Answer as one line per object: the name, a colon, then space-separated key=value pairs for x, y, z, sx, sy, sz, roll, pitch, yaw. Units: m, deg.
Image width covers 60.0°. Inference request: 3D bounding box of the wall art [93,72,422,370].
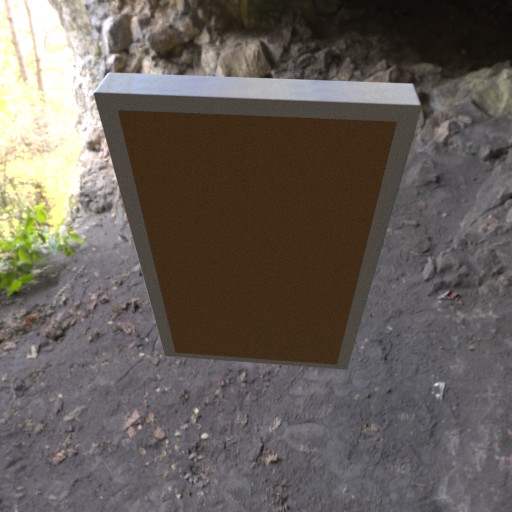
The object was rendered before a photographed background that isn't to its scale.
wall art: x=0.000 y=0.000 z=0.485 sx=0.251 sy=0.380 sz=0.039 roll=3 pitch=46 yaw=3
